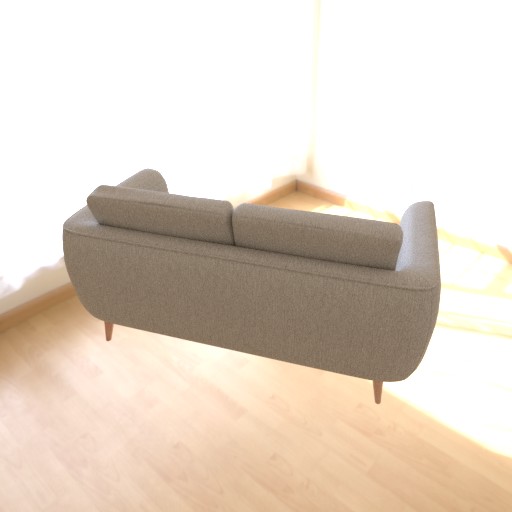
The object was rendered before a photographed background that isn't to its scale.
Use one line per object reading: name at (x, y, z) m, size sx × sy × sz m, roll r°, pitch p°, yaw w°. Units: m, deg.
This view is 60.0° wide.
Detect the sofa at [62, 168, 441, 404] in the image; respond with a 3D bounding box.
sofa at (0.000, 0.000, 2.249) m, size 1.700 × 0.850 × 0.920 m, roll 9°, pitch 33°, yaw 15°
